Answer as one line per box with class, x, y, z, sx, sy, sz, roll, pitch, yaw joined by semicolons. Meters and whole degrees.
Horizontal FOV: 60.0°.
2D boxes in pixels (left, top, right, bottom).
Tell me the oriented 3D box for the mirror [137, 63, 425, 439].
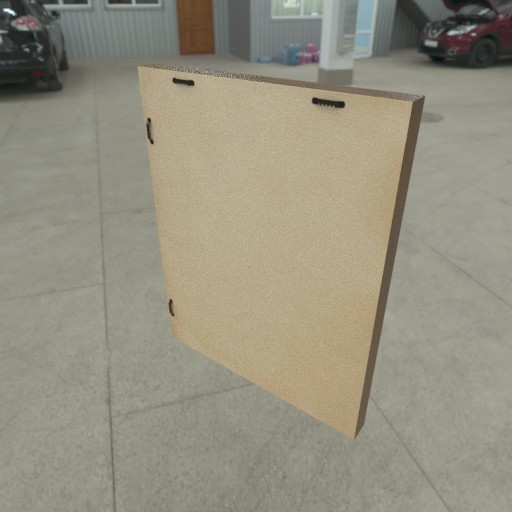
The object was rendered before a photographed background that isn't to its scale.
mirror;0.000;0.000;0.676;0.406;0.509;0.041;21;37;31
